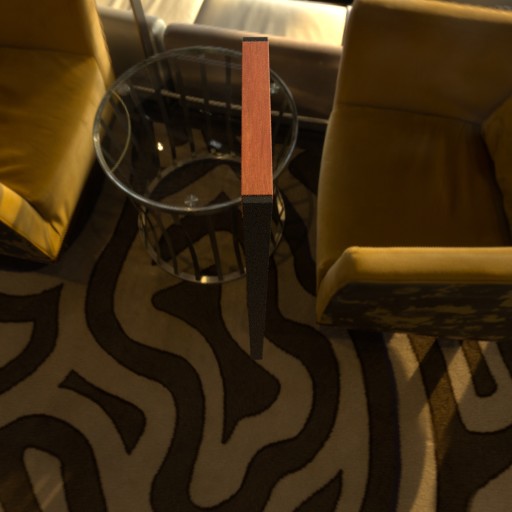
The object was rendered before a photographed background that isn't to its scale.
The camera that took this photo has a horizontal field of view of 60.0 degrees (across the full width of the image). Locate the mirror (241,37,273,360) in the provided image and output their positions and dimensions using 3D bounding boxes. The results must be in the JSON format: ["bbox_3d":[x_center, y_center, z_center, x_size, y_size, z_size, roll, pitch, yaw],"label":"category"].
[{"bbox_3d":[0.000,0.000,1.225,0.047,1.123,0.343,0,65,0],"label":"mirror"}]
